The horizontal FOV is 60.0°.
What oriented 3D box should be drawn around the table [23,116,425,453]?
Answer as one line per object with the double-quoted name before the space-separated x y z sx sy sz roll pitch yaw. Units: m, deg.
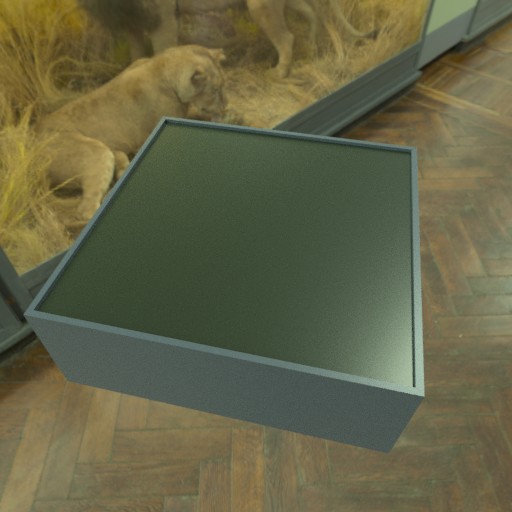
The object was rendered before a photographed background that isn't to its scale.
"table" 0.000 0.000 1.227 0.801 0.299 0.801 10 48 9
